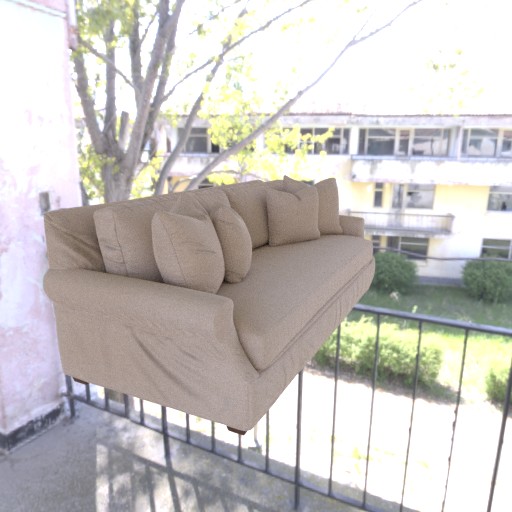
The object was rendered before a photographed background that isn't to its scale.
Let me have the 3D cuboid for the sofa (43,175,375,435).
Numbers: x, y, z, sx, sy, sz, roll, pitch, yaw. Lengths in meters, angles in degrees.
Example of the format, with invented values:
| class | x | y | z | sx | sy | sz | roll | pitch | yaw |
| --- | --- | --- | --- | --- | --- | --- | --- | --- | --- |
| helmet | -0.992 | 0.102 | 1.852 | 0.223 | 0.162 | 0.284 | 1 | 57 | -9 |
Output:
| class | x | y | z | sx | sy | sz | roll | pitch | yaw |
| --- | --- | --- | --- | --- | --- | --- | --- | --- | --- |
| sofa | 0.000 | 0.000 | 2.746 | 1.067 | 0.904 | 2.285 | 7 | 16 | 26 |
